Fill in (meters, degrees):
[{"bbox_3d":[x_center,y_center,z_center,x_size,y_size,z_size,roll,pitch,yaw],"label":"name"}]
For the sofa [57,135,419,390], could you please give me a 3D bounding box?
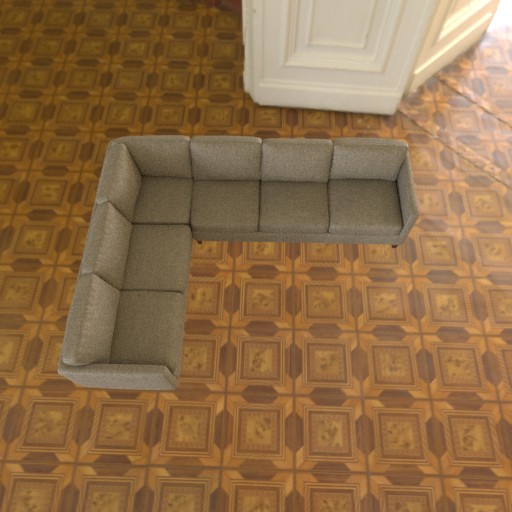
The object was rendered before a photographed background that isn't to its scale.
[{"bbox_3d":[0.000,0.000,4.477,3.302,0.947,2.593,1,63,1],"label":"sofa"}]
